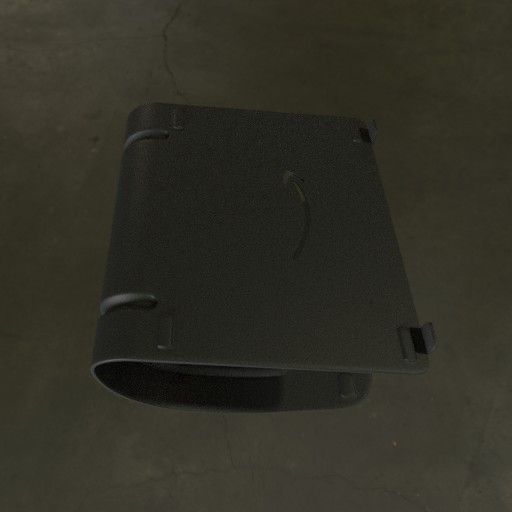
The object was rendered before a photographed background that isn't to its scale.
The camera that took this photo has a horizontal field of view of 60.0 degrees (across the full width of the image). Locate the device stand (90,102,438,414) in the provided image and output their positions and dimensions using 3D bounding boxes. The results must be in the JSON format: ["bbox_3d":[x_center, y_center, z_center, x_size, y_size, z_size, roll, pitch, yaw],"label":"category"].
[{"bbox_3d":[0.000,0.000,0.403,0.236,0.155,0.256,-3,58,-2],"label":"device stand"}]
